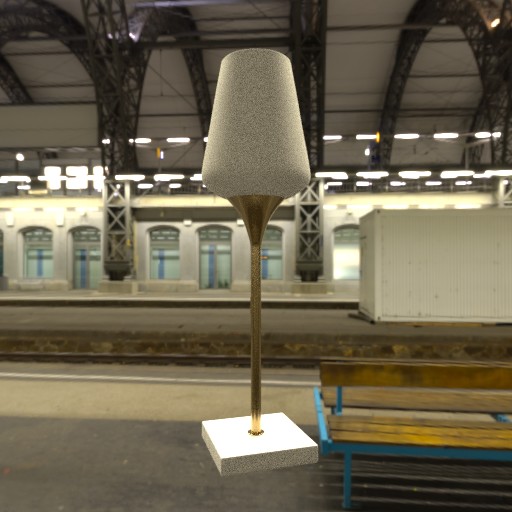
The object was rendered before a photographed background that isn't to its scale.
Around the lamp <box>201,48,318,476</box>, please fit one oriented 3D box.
[{"bbox_3d":[0.000,0.000,0.737,0.181,0.639,0.181,0,-1,-17],"label":"lamp"}]
